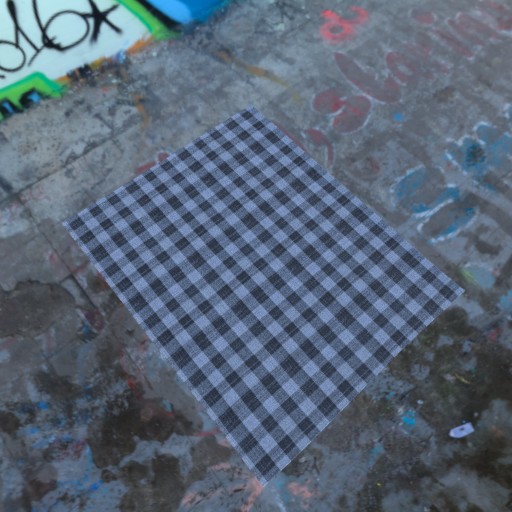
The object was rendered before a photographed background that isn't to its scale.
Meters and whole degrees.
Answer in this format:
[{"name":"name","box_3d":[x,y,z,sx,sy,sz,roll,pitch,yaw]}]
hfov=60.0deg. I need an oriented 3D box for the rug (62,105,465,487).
[{"name":"rug","box_3d":[0.000,0.000,4.179,2.432,0.013,3.021,-37,69,-17]}]
